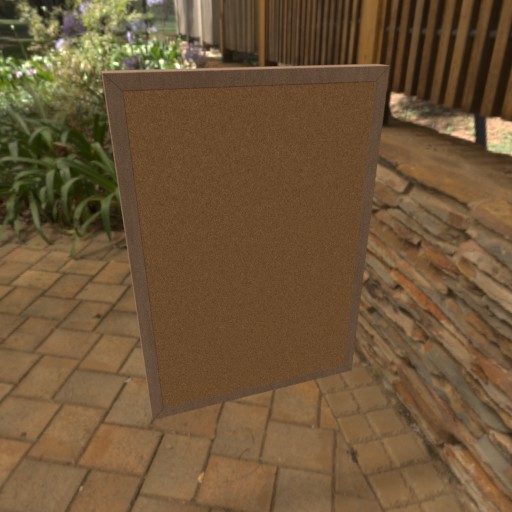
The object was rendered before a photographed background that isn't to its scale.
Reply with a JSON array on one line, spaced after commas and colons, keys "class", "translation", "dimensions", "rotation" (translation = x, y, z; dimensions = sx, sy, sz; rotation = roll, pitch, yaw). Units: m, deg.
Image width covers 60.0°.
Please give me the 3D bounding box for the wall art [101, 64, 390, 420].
[{"class": "wall art", "translation": [0.000, 0.000, 0.650], "dimensions": [0.356, 0.509, 0.031], "rotation": [-9, 28, -17]}]
